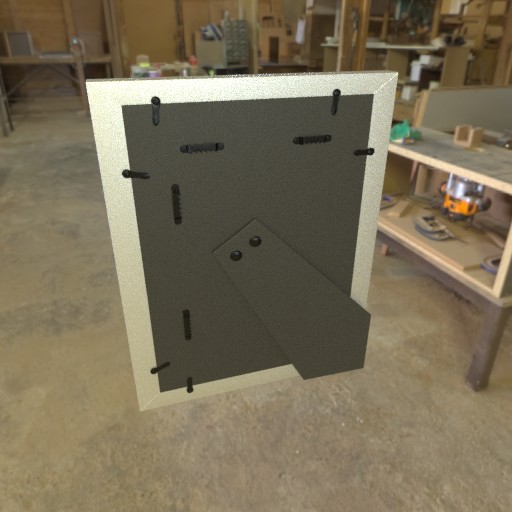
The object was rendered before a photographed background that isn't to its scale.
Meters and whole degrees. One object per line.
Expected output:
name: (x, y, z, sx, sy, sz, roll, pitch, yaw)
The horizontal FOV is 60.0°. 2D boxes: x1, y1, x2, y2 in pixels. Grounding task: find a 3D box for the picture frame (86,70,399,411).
picture frame: (0.000, 0.000, 0.511, 0.307, 0.386, 0.036, -8, 28, -16)
